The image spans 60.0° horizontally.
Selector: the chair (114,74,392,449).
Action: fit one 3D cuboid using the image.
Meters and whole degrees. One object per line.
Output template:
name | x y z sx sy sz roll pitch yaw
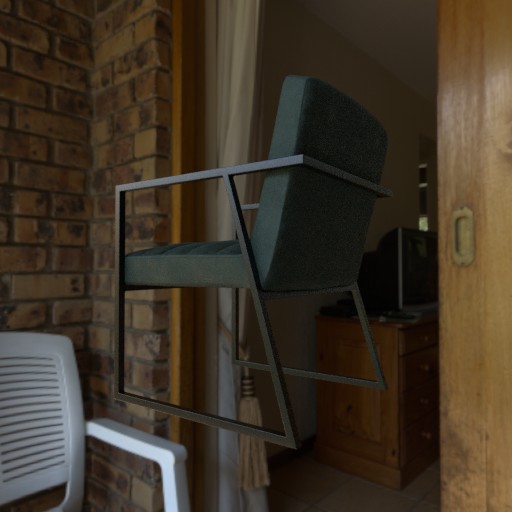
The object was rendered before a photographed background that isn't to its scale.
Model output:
chair | 0.000 0.000 1.352 0.677 0.833 0.571 -1 -2 36
